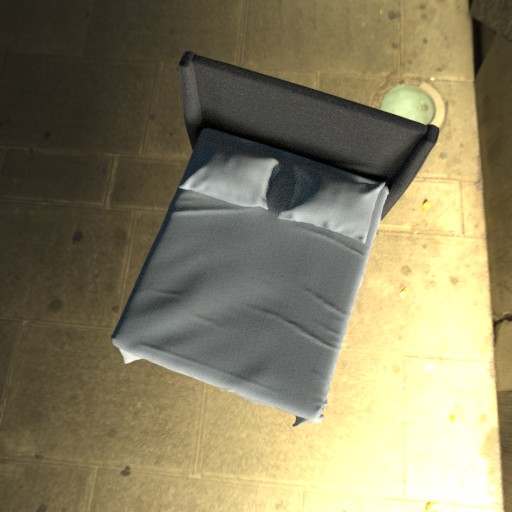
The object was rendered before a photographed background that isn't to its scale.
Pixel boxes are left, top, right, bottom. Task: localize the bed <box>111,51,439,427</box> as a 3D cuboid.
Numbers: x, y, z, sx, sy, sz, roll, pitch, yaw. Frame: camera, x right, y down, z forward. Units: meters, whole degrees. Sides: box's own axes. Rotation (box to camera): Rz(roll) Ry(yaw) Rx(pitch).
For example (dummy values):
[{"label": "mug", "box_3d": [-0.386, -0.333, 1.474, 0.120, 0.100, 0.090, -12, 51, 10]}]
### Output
[{"label": "bed", "box_3d": [0.000, 0.000, 3.474, 1.925, 1.332, 2.276, 19, 75, 5]}]
